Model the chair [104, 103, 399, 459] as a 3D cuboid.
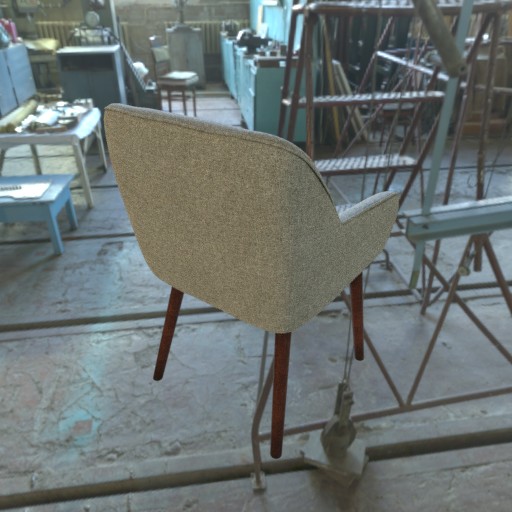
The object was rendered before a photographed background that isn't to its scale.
[{"bbox_3d":[0.000,0.000,1.152,0.543,0.803,0.519,21,37,31],"label":"chair"}]
